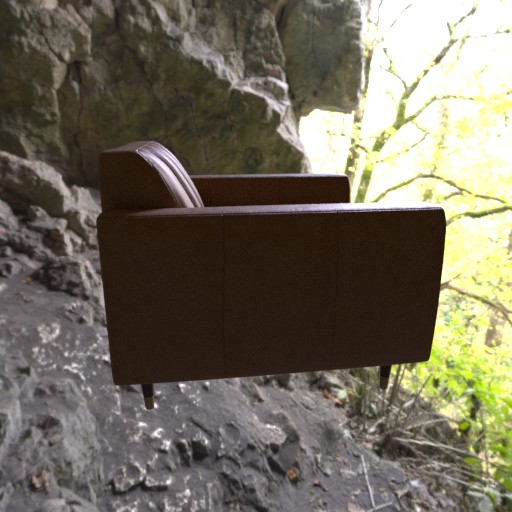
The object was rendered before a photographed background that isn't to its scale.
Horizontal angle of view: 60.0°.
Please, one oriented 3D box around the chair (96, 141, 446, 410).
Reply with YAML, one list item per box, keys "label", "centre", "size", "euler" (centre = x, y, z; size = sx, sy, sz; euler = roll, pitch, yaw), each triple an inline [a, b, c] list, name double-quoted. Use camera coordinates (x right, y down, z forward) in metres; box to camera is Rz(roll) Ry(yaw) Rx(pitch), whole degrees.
- label: "chair"
  centre: [0.000, 0.000, 1.665]
  size: [0.998, 0.819, 0.953]
  euler: [-2, 17, -8]
